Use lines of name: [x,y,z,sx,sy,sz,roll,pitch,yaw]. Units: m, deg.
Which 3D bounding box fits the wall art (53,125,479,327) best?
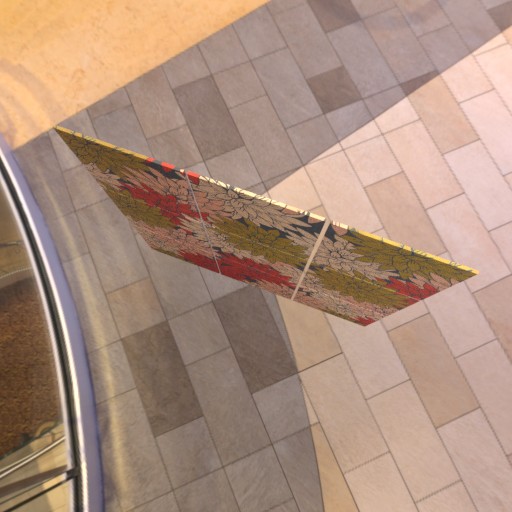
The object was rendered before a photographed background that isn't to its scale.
wall art: [0.000,0.000,2.228,1.519,1.534,0.013,20,76,5]
